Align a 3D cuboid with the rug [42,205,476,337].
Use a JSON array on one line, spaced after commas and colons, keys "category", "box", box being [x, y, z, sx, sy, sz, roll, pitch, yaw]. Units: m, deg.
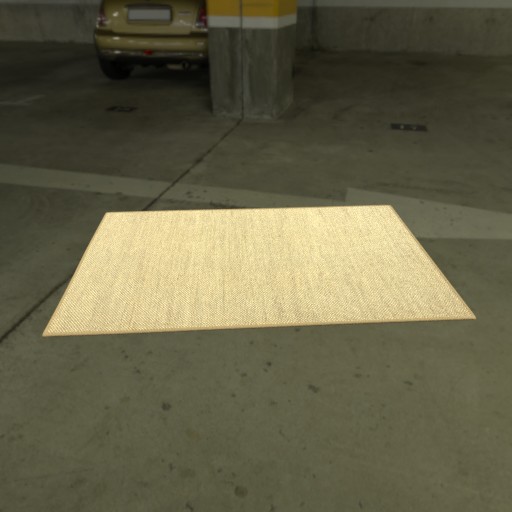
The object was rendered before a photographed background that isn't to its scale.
[{"category": "rug", "box": [0.000, 0.000, 2.140, 1.667, 0.013, 1.062, -2, 31, -3]}]
